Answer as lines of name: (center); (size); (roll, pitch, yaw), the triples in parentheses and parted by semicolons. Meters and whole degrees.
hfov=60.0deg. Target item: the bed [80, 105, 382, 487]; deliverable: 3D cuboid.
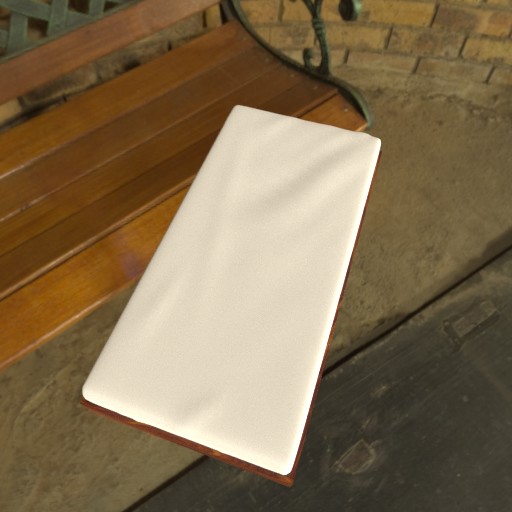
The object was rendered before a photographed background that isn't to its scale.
bed: (0.000, 0.000, 2.248); (0.940, 0.312, 1.860); (16, 60, 10)
